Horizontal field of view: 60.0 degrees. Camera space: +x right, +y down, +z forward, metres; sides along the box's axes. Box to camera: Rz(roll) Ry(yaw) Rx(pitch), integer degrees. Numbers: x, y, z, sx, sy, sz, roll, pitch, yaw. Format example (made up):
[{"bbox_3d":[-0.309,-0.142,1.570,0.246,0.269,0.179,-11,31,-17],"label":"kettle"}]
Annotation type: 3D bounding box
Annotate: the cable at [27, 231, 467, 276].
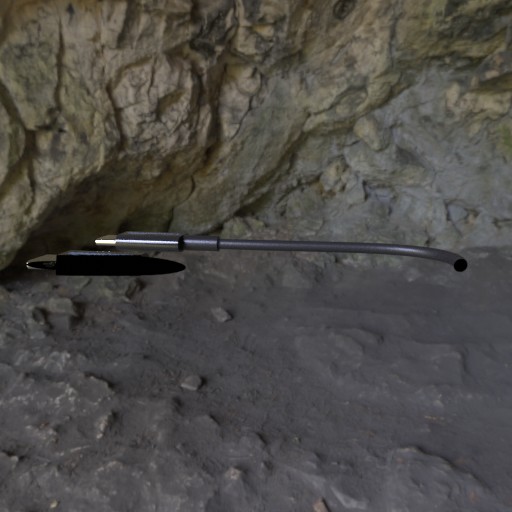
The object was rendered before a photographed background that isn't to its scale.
[{"bbox_3d":[0.000,0.000,0.110,0.098,0.005,0.041,2,12,10],"label":"cable"}]
